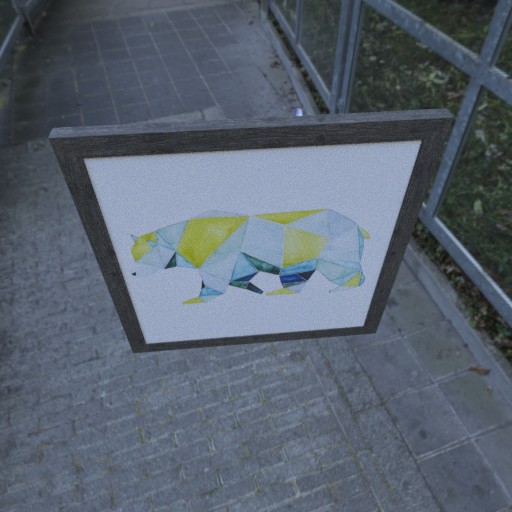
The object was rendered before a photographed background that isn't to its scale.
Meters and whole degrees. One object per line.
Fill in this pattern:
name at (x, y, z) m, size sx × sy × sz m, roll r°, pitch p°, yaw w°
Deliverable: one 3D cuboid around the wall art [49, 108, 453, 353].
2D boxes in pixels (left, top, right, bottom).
wall art at (0.000, 0.000, 0.680) m, size 0.462 × 0.459 × 0.027 m, roll -4°, pitch 47°, yaw -4°
